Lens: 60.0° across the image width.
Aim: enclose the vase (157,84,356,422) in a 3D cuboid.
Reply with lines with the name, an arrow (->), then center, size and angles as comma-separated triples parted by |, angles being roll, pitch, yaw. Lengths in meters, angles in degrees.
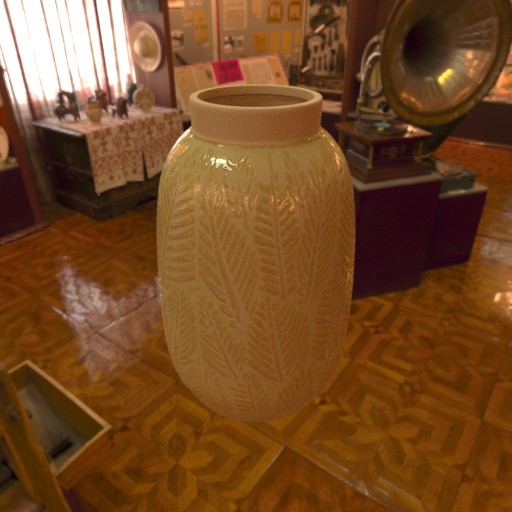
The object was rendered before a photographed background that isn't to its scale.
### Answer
vase -> 0.000, 0.000, 0.389 | 0.172, 0.270, 0.172 | 0, 30, 0
